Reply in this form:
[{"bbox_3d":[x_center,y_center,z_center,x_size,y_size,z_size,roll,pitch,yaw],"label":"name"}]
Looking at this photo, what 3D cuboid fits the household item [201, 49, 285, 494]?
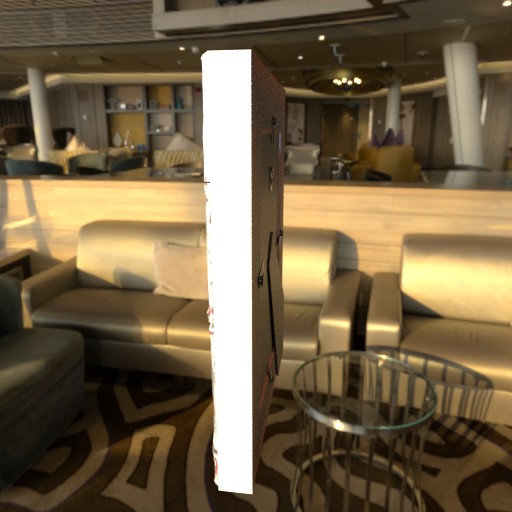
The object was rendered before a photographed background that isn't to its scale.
[{"bbox_3d":[0.000,0.000,0.286,0.025,0.216,0.165,2,15,8],"label":"household item"}]
